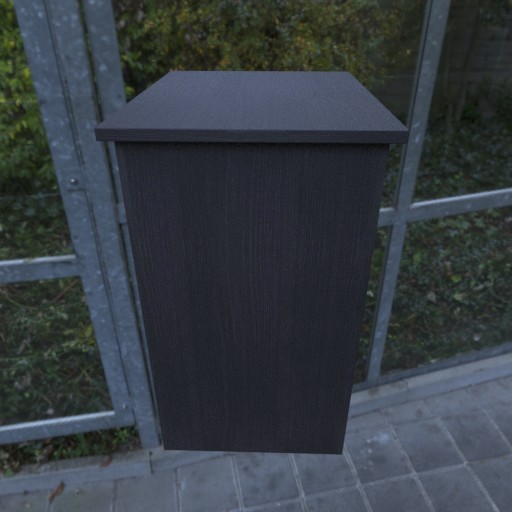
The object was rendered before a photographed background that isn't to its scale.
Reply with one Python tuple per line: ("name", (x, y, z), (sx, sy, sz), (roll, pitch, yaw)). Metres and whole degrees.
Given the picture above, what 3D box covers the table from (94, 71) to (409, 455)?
("table", (0.000, 0.000, 0.901), (0.381, 0.635, 0.480), (1, 30, 1))
